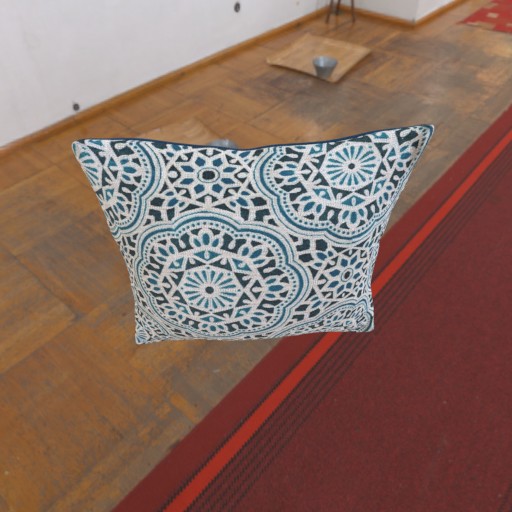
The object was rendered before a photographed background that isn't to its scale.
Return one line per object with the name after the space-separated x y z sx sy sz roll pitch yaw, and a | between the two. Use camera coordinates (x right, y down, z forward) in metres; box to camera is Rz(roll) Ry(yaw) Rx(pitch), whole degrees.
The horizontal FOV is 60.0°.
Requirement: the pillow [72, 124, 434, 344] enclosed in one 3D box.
0.000 0.000 0.674 0.440 0.420 0.145 -3 45 -3 | pillow
